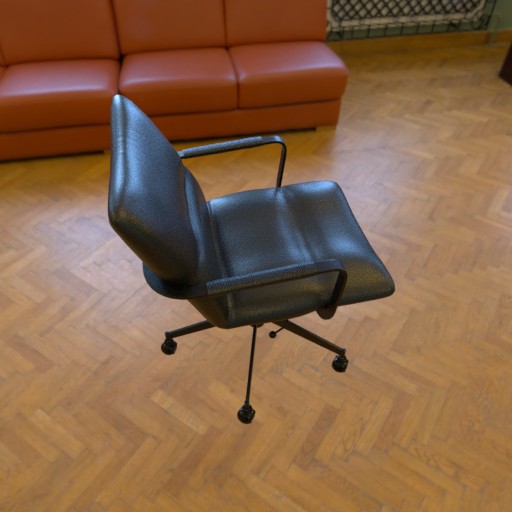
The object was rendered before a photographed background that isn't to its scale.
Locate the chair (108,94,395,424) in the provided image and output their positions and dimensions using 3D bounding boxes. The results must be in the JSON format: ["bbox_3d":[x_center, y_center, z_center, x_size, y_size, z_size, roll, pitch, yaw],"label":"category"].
[{"bbox_3d":[0.000,0.000,1.454,0.748,0.922,0.719,-9,46,-8],"label":"chair"}]
